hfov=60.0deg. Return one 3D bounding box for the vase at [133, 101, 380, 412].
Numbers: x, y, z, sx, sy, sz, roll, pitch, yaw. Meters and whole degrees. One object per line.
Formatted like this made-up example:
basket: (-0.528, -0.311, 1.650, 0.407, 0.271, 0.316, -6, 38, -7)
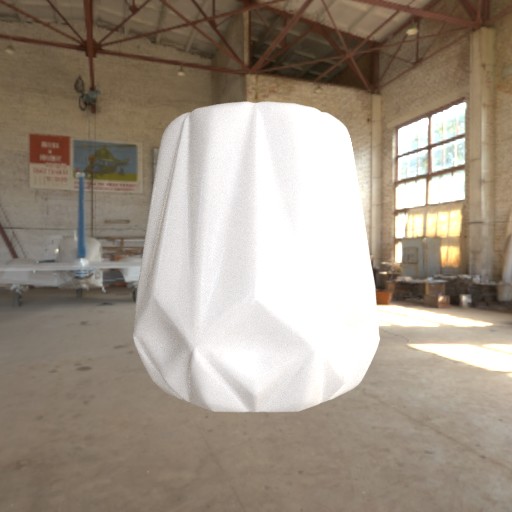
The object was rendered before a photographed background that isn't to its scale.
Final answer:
vase: (0.000, 0.000, 0.264, 0.141, 0.152, 0.141, 0, 0, 0)
